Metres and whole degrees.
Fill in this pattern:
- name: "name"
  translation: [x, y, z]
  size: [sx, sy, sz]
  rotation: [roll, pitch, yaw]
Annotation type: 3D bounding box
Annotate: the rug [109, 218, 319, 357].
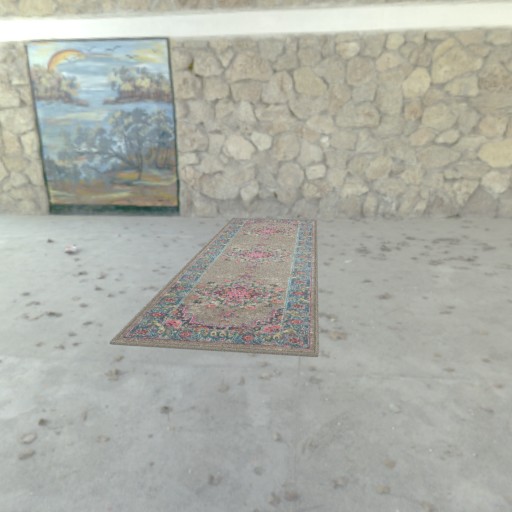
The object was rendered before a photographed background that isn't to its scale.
- name: "rug"
  translation: [0.000, 0.000, 2.011]
  size: [0.553, 0.012, 1.827]
  rotation: [2, 15, 7]
